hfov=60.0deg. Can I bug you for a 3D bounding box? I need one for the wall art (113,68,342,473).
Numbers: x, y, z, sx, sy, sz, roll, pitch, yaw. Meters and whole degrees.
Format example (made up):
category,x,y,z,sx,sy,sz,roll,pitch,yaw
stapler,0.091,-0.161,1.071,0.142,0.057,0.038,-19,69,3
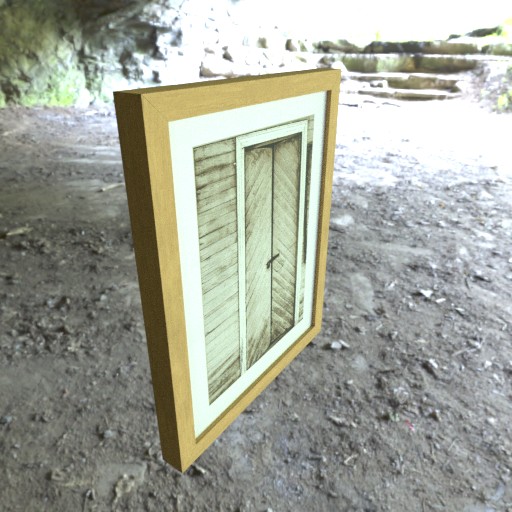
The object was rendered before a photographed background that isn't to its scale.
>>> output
category,x,y,z,sx,sy,sz,roll,pitch,yaw
wall art,0.000,0.000,0.507,0.030,0.380,0.312,17,31,31
